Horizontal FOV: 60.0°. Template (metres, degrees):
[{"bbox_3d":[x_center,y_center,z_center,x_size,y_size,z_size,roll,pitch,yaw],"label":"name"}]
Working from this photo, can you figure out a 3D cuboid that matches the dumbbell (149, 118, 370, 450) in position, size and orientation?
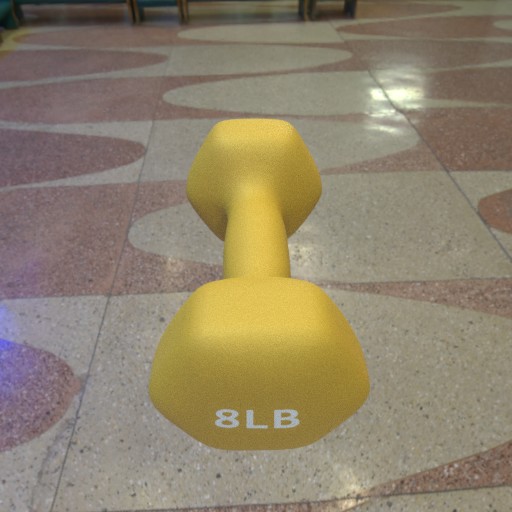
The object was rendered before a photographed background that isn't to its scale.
[{"bbox_3d":[0.000,0.000,0.238,0.090,0.082,0.190,0,41,0],"label":"dumbbell"}]
